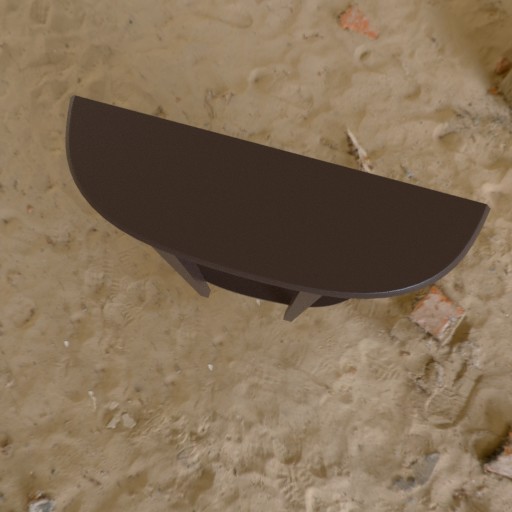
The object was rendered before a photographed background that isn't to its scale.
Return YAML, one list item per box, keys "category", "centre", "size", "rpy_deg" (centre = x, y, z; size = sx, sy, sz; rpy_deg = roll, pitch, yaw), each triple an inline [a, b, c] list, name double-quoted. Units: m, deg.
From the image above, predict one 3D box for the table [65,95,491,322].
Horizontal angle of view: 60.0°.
- category: "table"
  centre: [0.000, 0.000, 1.284]
  size: [0.909, 0.831, 0.274]
  rpy_deg: [16, 77, 4]
